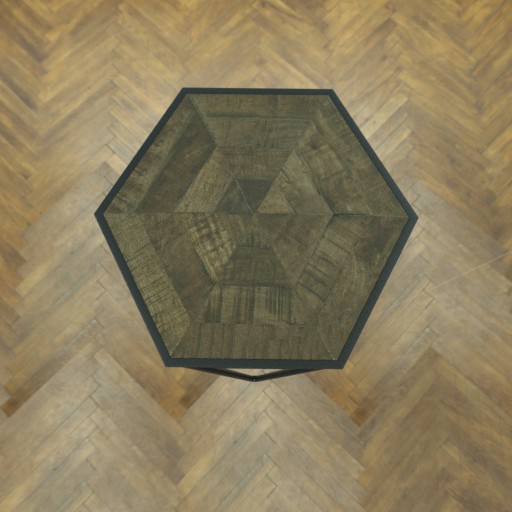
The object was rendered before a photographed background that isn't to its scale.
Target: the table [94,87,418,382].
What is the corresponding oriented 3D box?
[{"bbox_3d":[0.000,0.000,1.060,0.578,0.564,0.579,1,75,0],"label":"table"}]
